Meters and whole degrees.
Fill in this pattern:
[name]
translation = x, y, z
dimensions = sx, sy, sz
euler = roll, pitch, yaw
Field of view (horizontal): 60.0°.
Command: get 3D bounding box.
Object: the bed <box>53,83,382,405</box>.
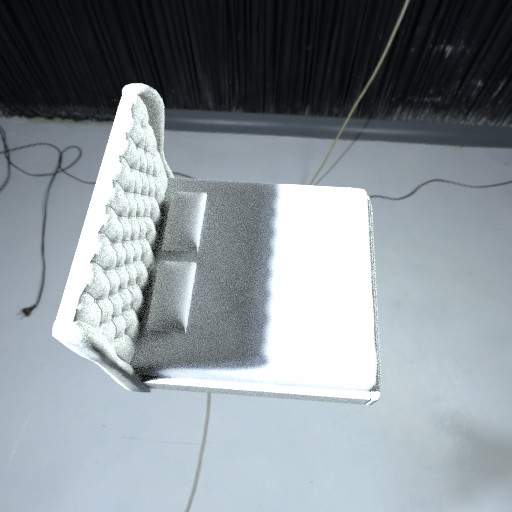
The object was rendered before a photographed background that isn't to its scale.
[bed]
translation = 0.000, 0.000, 3.888
dimensions = 2.347, 1.771, 2.219
euler = 4, 63, 2
